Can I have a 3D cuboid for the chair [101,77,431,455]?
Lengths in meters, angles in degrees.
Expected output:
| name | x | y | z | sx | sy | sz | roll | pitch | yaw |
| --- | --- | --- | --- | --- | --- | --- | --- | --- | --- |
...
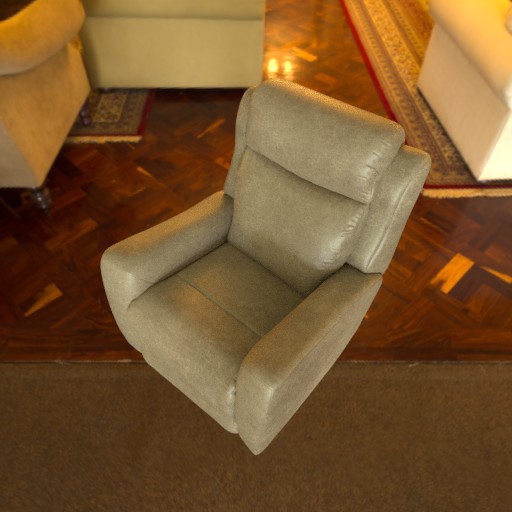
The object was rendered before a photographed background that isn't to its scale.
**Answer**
| name | x | y | z | sx | sy | sz | roll | pitch | yaw |
| --- | --- | --- | --- | --- | --- | --- | --- | --- | --- |
| chair | 0.000 | 0.000 | 1.929 | 0.967 | 1.116 | 1.068 | 33 | 56 | 25 |
